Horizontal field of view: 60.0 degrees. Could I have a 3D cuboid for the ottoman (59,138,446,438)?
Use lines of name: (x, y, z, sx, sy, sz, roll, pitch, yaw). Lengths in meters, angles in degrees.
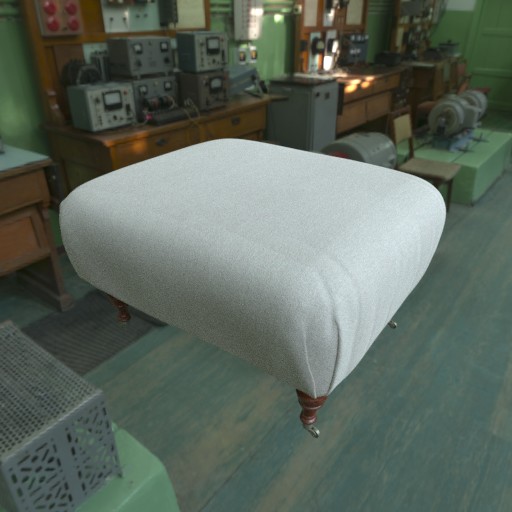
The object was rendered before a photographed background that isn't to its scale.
ottoman: (0.000, 0.000, 1.109, 0.746, 0.450, 0.639, 20, 35, 31)
